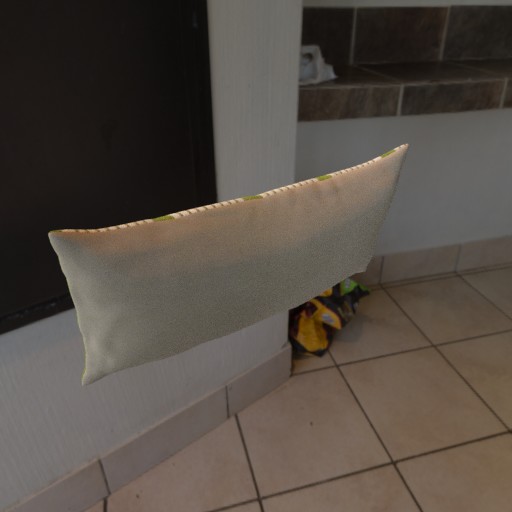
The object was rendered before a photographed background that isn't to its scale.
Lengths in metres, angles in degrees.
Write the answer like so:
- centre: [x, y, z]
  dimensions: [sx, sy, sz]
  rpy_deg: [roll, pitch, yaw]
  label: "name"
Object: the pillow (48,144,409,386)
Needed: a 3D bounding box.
- centre: [0.000, 0.000, 0.735]
  dimensions: [0.608, 0.292, 0.156]
  rpy_deg: [-19, 35, -28]
  label: "pillow"
